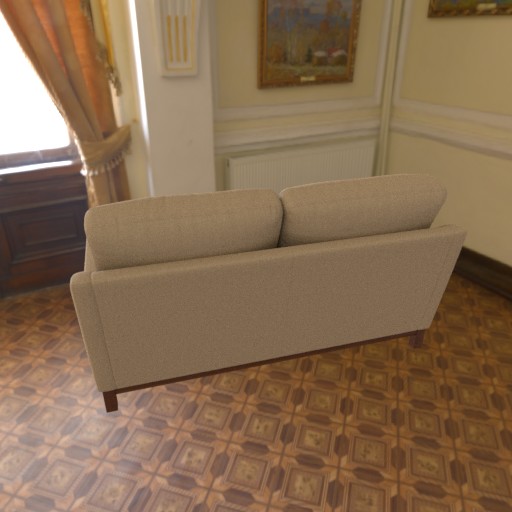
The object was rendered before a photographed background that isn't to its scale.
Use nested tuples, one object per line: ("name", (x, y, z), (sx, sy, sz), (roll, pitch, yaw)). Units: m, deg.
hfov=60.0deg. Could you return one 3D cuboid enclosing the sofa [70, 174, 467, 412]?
("sofa", (0.000, 0.000, 2.210), (1.619, 0.910, 1.004), (-8, 28, -15))
